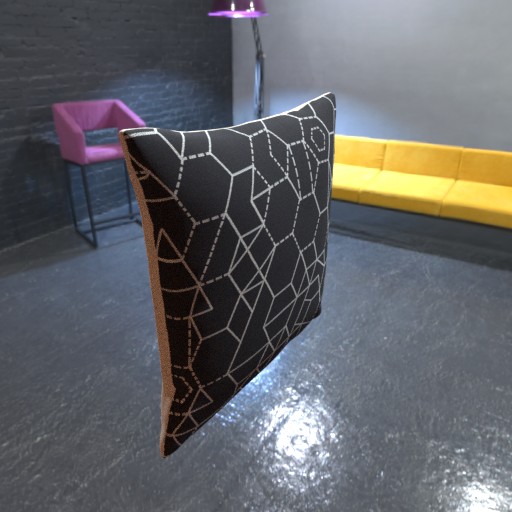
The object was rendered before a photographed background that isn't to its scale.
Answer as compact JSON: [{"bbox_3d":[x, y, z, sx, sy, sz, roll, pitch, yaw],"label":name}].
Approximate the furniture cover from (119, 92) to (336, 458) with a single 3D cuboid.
[{"bbox_3d":[0.000,0.000,0.782,0.158,0.508,0.517,17,31,31],"label":"furniture cover"}]
